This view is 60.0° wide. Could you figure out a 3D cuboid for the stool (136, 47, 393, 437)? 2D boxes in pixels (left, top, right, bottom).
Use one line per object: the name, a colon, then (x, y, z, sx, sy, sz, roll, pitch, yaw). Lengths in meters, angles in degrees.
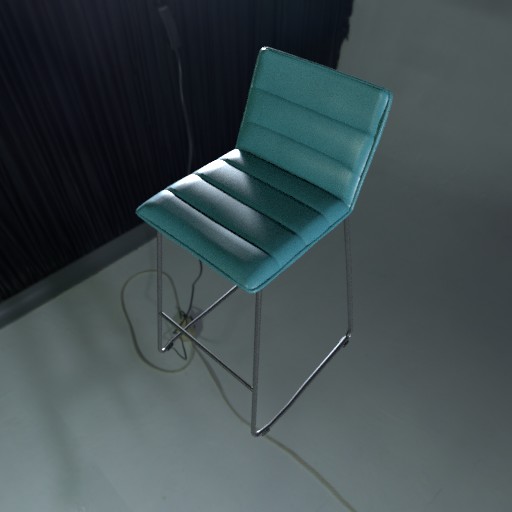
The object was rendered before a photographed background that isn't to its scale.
stool: (0.000, 0.000, 1.264, 0.489, 0.936, 0.524, 33, 55, 27)
